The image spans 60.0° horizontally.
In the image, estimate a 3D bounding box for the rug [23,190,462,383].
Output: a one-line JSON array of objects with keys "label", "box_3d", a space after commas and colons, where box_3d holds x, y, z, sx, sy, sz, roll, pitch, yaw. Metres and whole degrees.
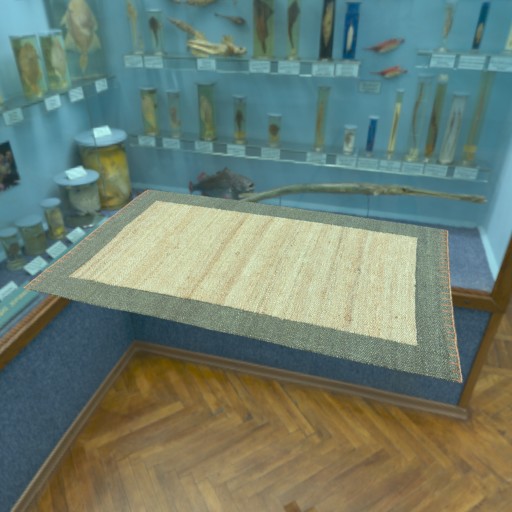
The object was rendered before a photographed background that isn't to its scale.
[{"label": "rug", "box_3d": [0.000, 0.000, 2.909, 2.435, 0.006, 1.521, 10, 34, 15]}]
